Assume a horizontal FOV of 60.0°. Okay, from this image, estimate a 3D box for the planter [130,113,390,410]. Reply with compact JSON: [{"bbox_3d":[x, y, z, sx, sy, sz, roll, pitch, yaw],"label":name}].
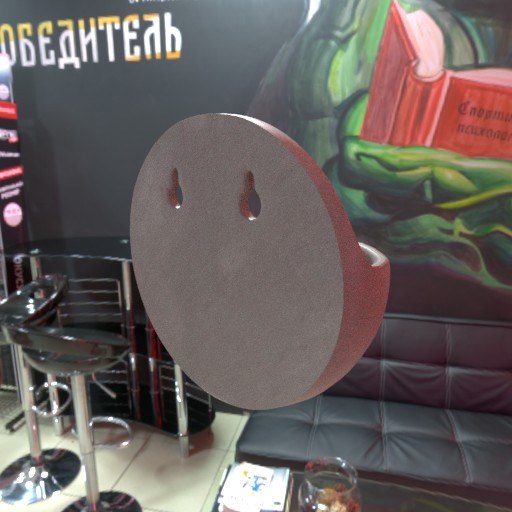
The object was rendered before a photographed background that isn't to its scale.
[{"bbox_3d":[0.000,0.000,0.273,0.073,0.164,0.190,-13,18,-43],"label":"planter"}]
